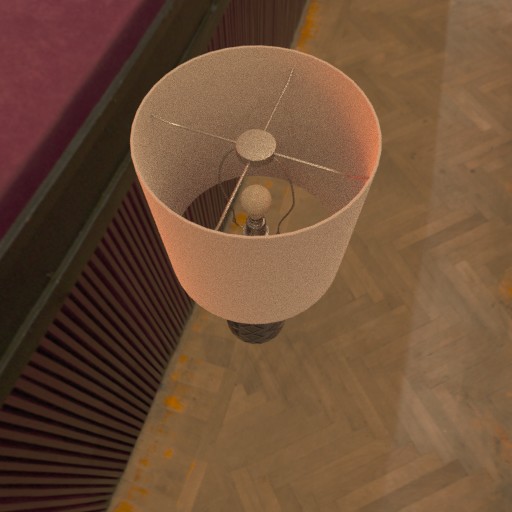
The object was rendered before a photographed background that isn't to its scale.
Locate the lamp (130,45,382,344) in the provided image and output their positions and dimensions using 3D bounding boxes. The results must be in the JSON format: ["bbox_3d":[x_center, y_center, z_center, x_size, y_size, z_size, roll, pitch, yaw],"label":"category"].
[{"bbox_3d":[0.000,0.000,0.571,0.207,0.461,0.207,19,65,9],"label":"lamp"}]
